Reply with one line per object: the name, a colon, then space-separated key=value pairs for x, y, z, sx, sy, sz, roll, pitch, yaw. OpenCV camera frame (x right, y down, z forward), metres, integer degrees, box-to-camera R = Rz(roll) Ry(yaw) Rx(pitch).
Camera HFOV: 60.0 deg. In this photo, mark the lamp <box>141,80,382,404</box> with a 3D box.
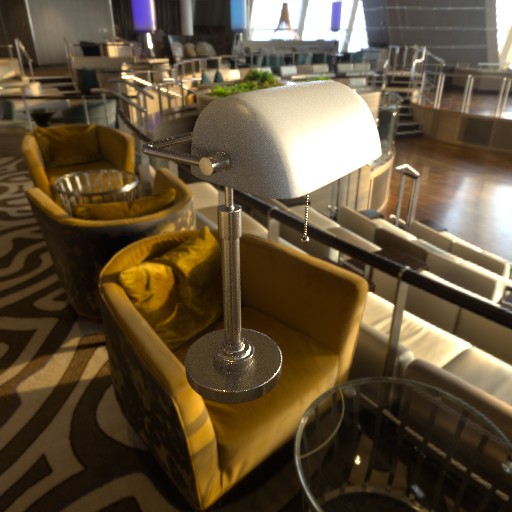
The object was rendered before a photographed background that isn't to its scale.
lamp: x=0.000 y=0.000 z=0.554 sx=0.227 sy=0.404 sz=0.269 roll=19 pitch=32 yaw=32
